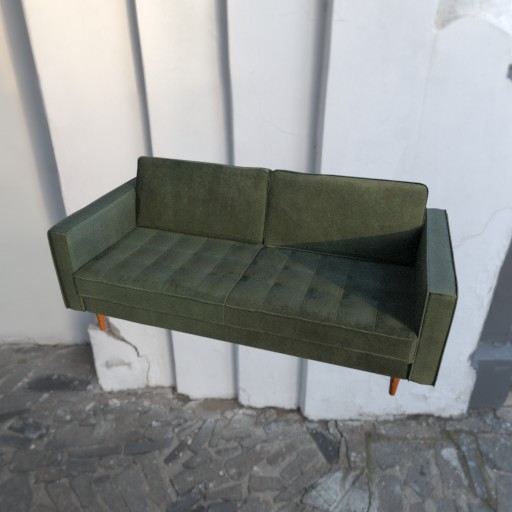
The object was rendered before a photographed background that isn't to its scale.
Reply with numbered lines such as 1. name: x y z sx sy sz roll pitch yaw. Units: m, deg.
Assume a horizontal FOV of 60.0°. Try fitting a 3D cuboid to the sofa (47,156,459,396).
1. sofa: 0.000 0.000 2.254 1.816 0.781 0.886 9 30 16
